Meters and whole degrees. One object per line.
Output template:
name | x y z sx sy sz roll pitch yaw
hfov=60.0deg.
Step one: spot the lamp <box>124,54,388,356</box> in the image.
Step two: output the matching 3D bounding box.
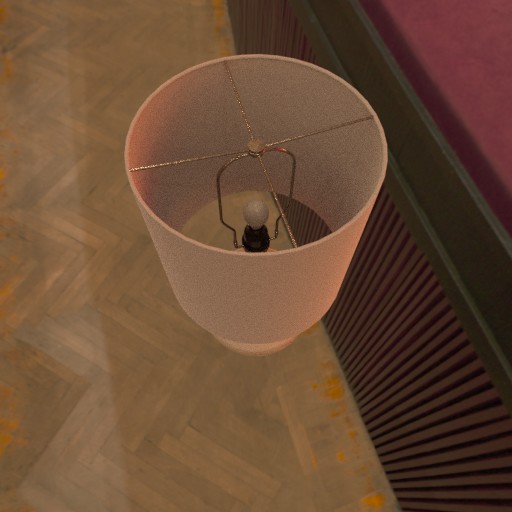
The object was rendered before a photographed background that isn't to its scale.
lamp | 0.000 0.000 0.545 0.217 0.404 0.217 -14 63 -8
